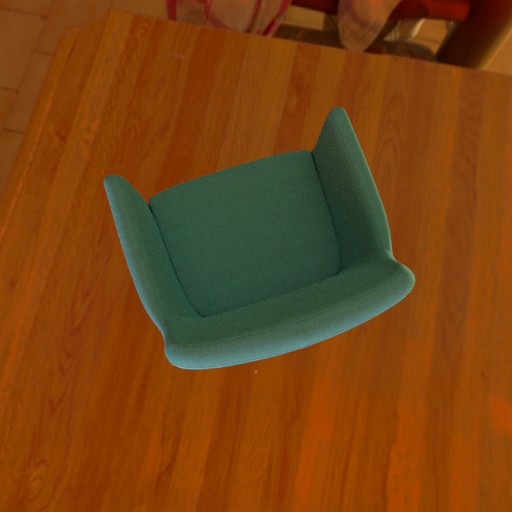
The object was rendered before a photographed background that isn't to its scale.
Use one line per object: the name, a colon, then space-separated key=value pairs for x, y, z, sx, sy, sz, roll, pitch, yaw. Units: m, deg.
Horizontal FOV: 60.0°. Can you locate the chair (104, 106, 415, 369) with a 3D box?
chair: x=0.000 y=0.000 z=1.175 sx=0.570 sy=0.780 sz=0.540 roll=-18 pitch=76 yaw=-5
